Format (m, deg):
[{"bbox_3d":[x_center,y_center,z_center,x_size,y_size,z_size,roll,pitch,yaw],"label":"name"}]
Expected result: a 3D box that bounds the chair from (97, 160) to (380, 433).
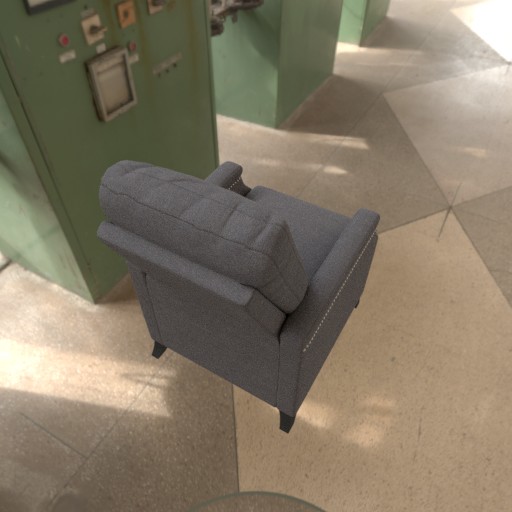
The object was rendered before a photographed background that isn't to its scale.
[{"bbox_3d":[0.000,0.000,1.673,0.710,1.049,0.922,23,51,21],"label":"chair"}]
